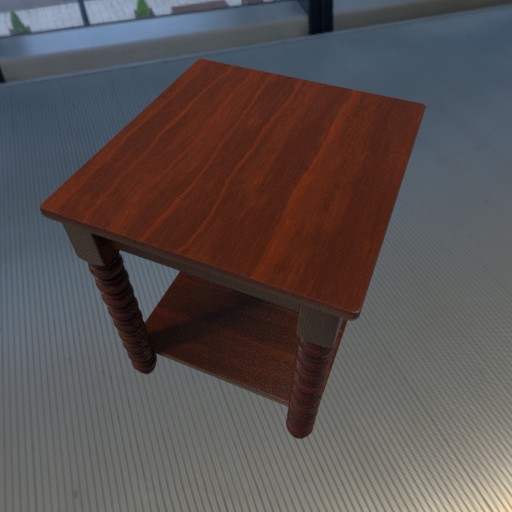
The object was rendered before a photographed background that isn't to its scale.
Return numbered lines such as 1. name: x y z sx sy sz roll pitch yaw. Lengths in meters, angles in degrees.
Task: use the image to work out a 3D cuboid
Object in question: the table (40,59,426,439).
1. table: 0.000 0.000 0.982 0.500 0.567 0.533 18 51 15
